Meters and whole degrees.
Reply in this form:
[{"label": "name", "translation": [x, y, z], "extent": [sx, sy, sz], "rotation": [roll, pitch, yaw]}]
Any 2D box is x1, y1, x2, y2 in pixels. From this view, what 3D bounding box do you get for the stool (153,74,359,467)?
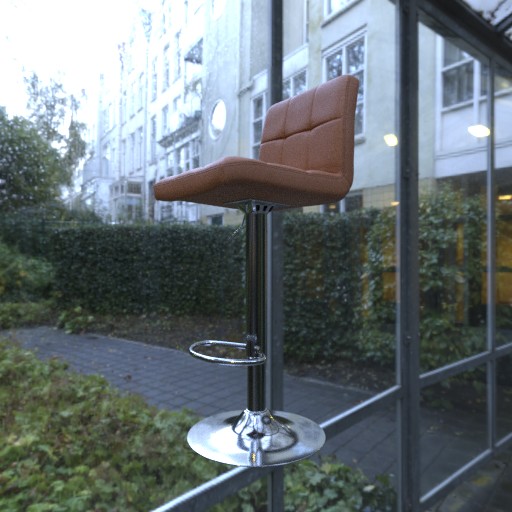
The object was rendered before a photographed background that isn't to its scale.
[{"label": "stool", "translation": [0.000, 0.000, 1.371], "extent": [0.505, 1.115, 0.430], "rotation": [0, 0, -36]}]
